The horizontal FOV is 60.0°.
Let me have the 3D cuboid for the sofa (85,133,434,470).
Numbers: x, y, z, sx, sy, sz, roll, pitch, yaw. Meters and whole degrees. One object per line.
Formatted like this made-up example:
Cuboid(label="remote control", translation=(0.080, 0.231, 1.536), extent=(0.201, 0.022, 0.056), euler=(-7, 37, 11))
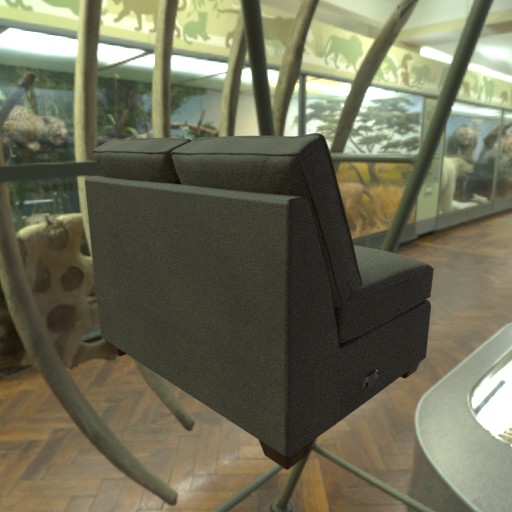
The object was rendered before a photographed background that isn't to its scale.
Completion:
Cuboid(label="sofa", translation=(0.000, 0.000, 1.950), extent=(0.951, 1.008, 1.237), euler=(-13, 19, -43))
